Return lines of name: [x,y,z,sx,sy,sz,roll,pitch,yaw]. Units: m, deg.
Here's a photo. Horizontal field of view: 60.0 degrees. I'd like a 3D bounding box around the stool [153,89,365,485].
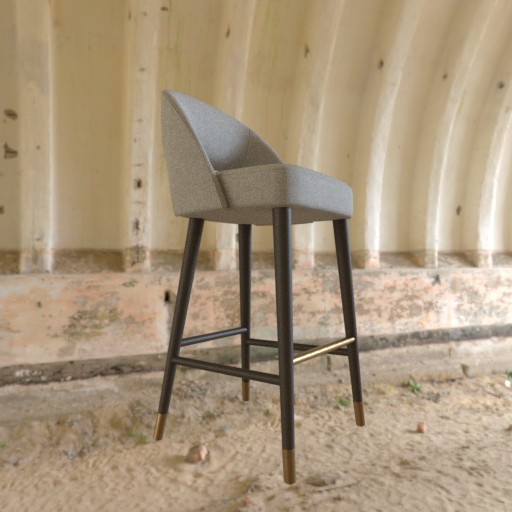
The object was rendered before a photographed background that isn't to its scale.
stool: [0.000,0.000,1.323,0.509,1.037,0.494,-1,-1,35]
